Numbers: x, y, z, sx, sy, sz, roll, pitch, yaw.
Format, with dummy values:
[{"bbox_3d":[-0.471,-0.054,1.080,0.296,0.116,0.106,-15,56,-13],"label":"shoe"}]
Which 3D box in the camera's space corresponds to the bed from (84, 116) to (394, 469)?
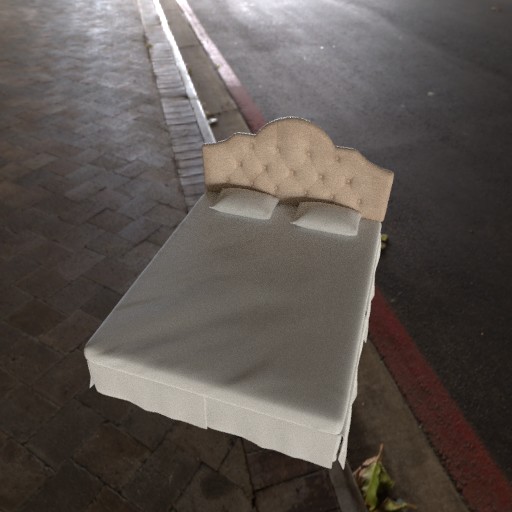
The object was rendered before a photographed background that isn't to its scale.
[{"bbox_3d":[0.000,0.000,3.011,1.667,1.194,1.970,12,41,14],"label":"bed"}]
